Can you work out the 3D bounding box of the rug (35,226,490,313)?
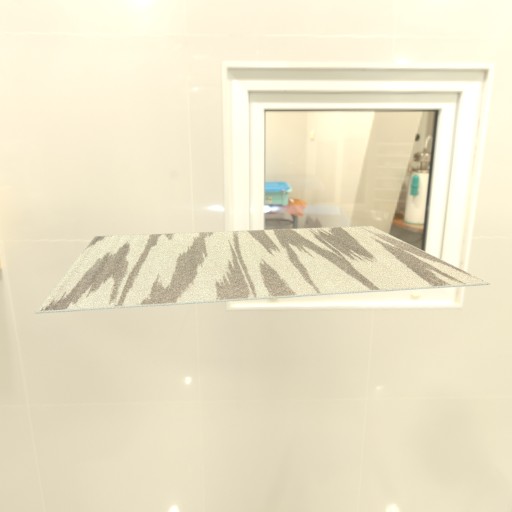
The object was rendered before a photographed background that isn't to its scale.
[{"bbox_3d":[0.000,0.000,2.319,1.827,0.008,1.225,-3,16,-10],"label":"rug"}]
